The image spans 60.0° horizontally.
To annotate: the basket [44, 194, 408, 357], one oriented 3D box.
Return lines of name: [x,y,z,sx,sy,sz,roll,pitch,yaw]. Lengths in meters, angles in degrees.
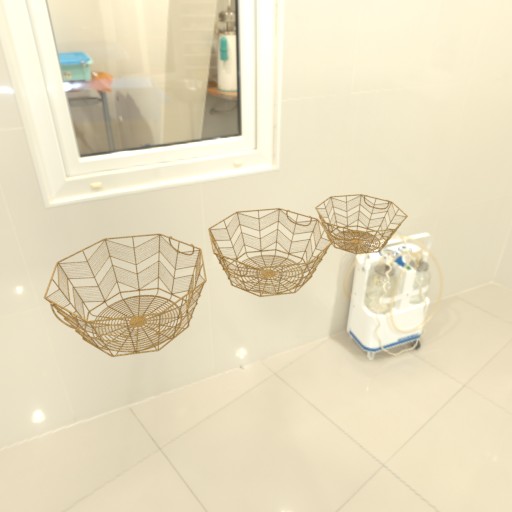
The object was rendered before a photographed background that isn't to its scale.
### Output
basket: [0.000,0.000,1.425,1.245,0.178,0.432,-19,36,-28]
